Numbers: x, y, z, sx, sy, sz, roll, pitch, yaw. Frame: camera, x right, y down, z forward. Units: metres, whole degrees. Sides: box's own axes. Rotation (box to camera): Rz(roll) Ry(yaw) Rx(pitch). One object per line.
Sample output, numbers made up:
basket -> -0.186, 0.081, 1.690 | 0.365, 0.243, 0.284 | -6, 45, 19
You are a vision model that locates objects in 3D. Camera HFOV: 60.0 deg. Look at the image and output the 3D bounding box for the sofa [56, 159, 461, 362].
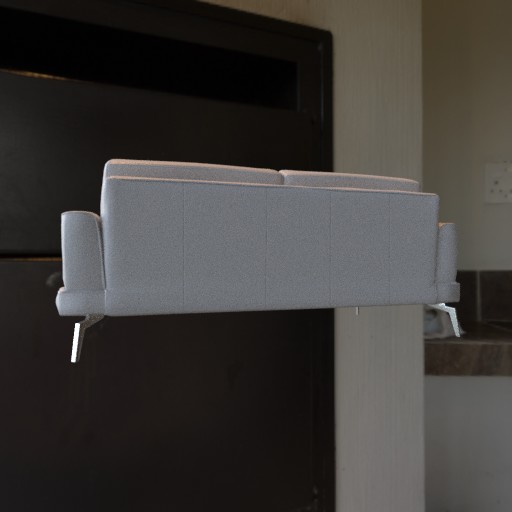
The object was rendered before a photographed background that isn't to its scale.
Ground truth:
sofa -> 0.000, 0.000, 2.715 | 2.177, 0.930, 1.121 | 0, -1, -18
